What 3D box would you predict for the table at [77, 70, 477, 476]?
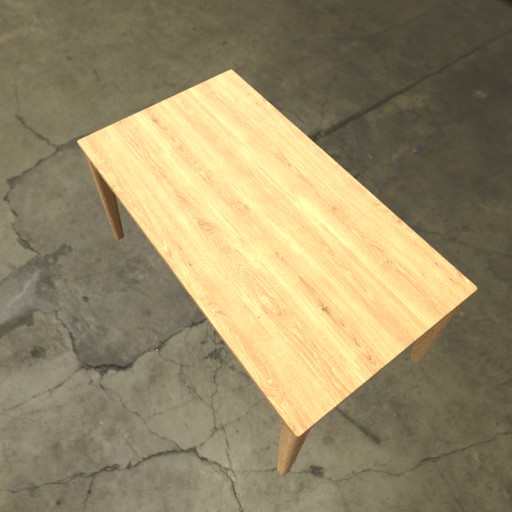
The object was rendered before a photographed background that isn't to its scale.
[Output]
[{"bbox_3d":[0.000,0.000,2.100,0.900,0.760,1.600,-32,64,-18],"label":"table"}]
